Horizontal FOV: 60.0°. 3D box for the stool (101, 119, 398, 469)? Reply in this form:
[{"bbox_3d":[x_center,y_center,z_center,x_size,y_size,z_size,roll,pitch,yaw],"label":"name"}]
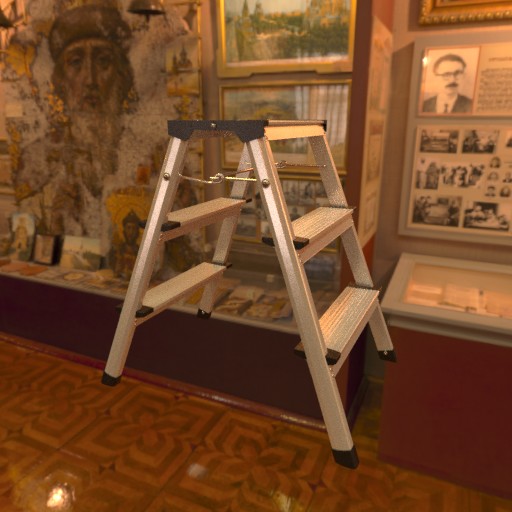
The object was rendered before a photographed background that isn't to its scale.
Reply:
[{"bbox_3d":[0.000,0.000,1.029,0.622,0.605,0.437,8,19,25],"label":"stool"}]
